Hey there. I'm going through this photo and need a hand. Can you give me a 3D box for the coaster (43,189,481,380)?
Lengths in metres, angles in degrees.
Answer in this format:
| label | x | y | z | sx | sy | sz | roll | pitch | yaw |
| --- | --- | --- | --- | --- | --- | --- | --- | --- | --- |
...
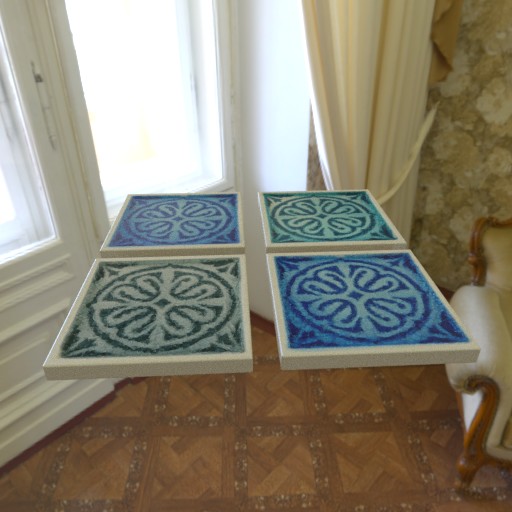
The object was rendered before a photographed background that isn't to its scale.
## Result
| label | x | y | z | sx | sy | sz | roll | pitch | yaw |
| --- | --- | --- | --- | --- | --- | --- | --- | --- | --- |
| coaster | 0.000 | 0.000 | 0.314 | 0.219 | 0.010 | 0.214 | -2 | 31 | -3 |
